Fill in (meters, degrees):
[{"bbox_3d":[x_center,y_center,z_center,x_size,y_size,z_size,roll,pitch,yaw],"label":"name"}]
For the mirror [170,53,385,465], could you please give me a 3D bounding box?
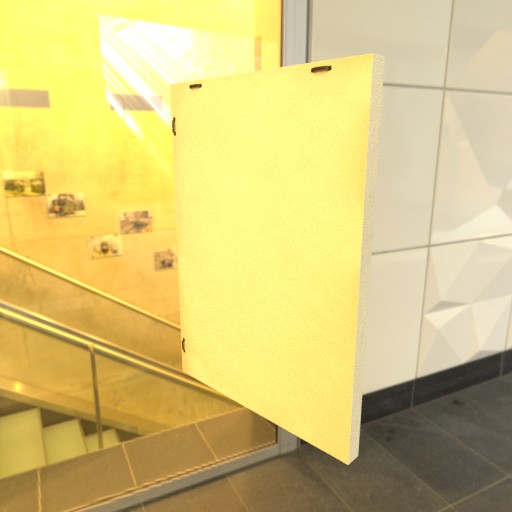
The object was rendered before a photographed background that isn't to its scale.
[{"bbox_3d":[0.000,0.000,0.920,0.507,0.710,0.040,13,19,42],"label":"mirror"}]
